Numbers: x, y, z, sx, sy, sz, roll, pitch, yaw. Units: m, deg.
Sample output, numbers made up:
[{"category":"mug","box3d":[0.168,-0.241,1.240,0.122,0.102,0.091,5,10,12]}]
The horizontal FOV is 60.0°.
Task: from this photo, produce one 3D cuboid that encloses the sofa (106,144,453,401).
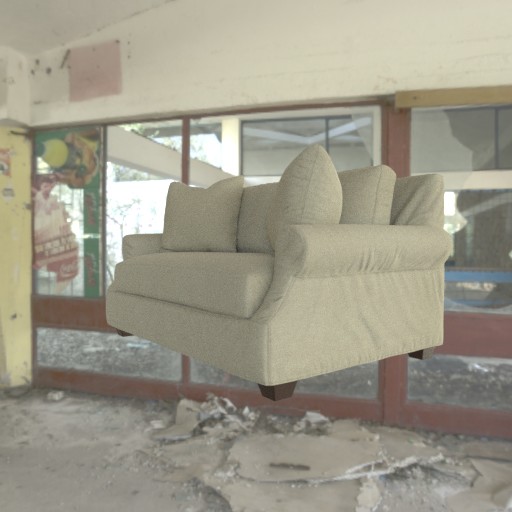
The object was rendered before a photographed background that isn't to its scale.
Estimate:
[{"category":"sofa","box3d":[0.000,0.000,2.234,1.070,0.905,1.550,-1,2,-38]}]
